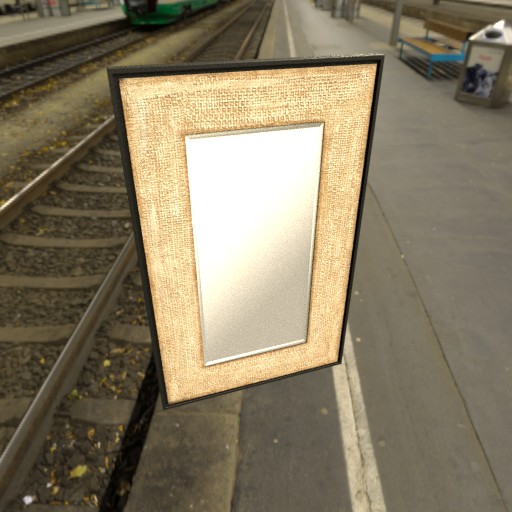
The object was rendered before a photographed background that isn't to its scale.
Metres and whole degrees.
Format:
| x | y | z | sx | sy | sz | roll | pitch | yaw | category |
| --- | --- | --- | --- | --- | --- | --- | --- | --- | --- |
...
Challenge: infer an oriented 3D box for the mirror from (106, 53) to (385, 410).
| x | y | z | sx | sy | sz | roll | pitch | yaw | category |
| --- | --- | --- | --- | --- | --- | --- | --- | --- | --- |
| 0.000 | 0.000 | 1.495 | 0.762 | 1.219 | 0.038 | -10 | 33 | -16 | mirror |
